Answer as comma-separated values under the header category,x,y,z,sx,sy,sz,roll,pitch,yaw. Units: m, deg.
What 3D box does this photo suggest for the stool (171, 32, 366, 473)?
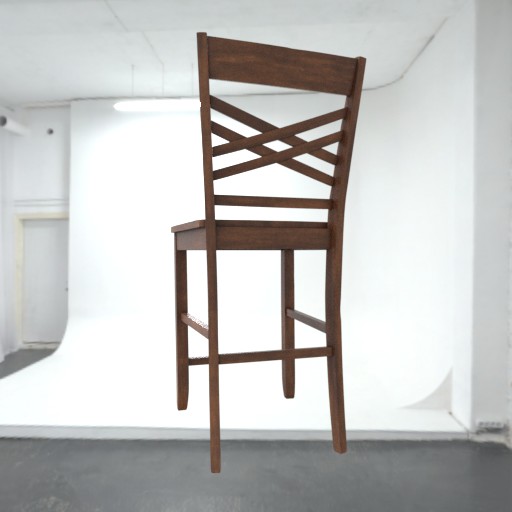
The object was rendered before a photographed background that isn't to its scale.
category,x,y,z,sx,sy,sz,roll,pitch,yaw
stool,0.000,0.000,1.371,0.462,1.079,0.539,0,0,-18
